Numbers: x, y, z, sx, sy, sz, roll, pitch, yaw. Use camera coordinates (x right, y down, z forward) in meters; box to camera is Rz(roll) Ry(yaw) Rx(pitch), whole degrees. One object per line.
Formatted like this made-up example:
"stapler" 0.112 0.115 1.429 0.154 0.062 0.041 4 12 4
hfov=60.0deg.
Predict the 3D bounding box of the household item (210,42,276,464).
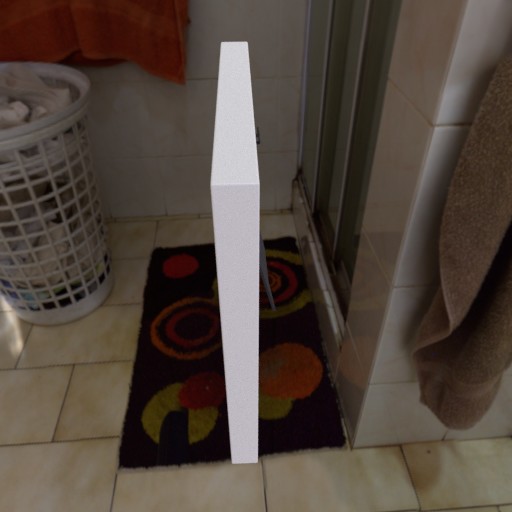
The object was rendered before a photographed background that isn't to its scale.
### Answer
"household item" 0.000 0.000 0.336 0.045 0.250 0.200 -1 41 -2
